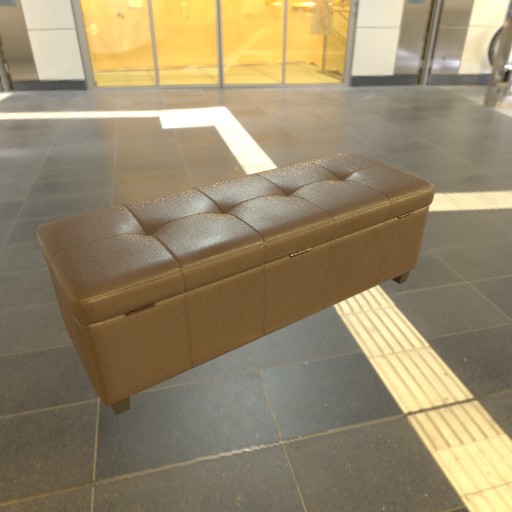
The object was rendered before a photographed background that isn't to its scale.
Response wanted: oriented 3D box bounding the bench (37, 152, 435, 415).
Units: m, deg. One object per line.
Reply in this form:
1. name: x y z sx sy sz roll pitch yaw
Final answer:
1. bench: 0.000 0.000 1.475 1.219 0.417 0.450 -19 36 -28
